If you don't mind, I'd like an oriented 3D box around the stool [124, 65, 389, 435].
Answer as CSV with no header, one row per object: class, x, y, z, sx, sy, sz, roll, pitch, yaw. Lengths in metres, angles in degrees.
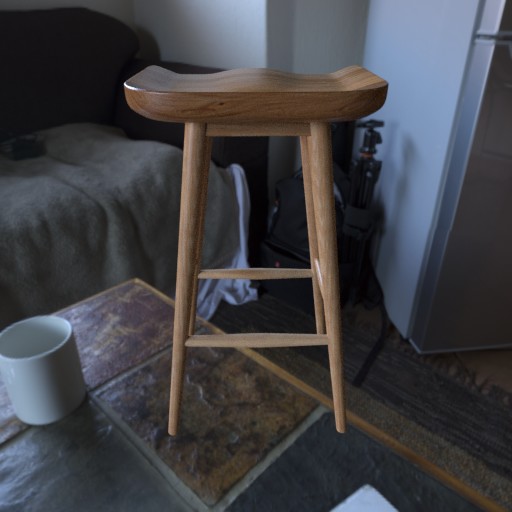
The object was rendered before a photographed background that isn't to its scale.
stool,0.000,0.000,0.916,0.407,0.698,0.322,0,30,-1
